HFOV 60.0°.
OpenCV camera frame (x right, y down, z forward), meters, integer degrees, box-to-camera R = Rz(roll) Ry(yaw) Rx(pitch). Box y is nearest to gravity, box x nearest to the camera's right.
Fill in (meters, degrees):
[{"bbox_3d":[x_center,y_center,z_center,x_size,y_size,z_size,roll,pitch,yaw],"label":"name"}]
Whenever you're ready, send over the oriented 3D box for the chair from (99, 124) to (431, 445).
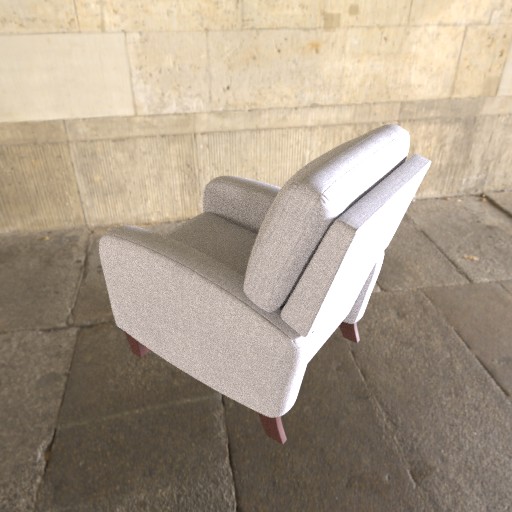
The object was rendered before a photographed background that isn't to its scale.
[{"bbox_3d":[0.000,0.000,1.695,0.990,0.990,0.762,21,38,29],"label":"chair"}]
